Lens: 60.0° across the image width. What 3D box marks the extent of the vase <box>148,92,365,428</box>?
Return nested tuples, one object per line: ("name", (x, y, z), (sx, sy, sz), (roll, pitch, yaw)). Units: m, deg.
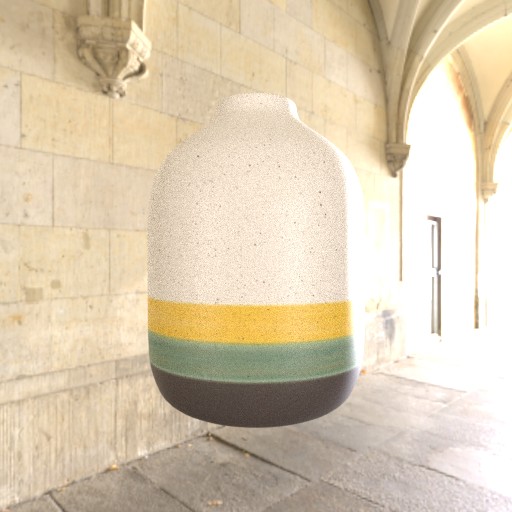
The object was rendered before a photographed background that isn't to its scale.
("vase", (0.000, 0.000, 0.356), (0.169, 0.240, 0.169), (0, 0, 0))
